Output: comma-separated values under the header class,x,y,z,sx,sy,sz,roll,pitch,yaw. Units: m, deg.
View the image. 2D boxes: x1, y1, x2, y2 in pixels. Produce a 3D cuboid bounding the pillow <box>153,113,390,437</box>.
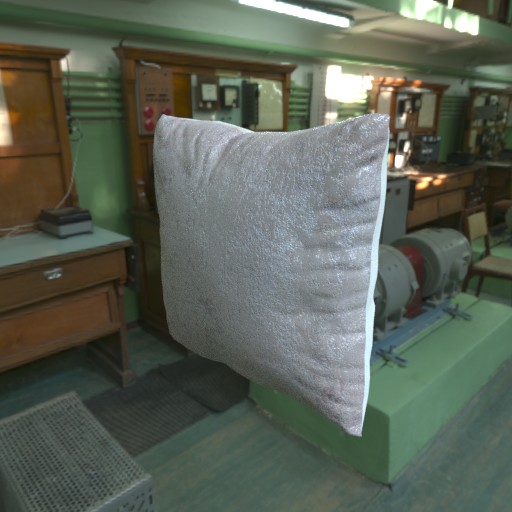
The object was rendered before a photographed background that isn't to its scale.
class,x,y,z,sx,sy,sz,roll,pitch,yaw
pillow,0.000,0.000,0.729,0.450,0.448,0.245,17,25,42
